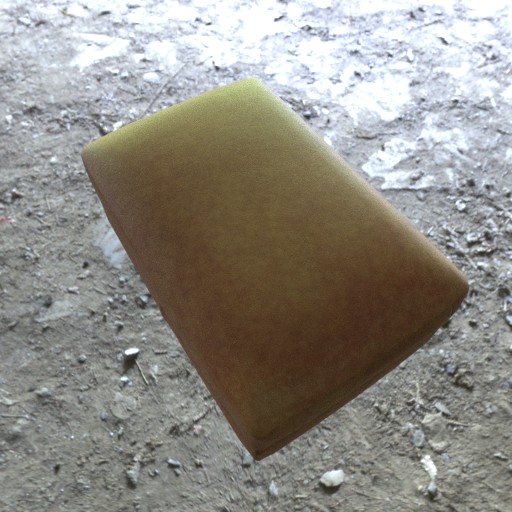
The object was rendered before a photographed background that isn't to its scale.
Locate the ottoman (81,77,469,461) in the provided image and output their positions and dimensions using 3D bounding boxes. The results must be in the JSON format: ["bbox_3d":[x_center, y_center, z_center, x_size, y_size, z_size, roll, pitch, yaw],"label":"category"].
[{"bbox_3d":[0.000,0.000,1.164,0.565,0.507,0.852,-29,62,-17],"label":"ottoman"}]
